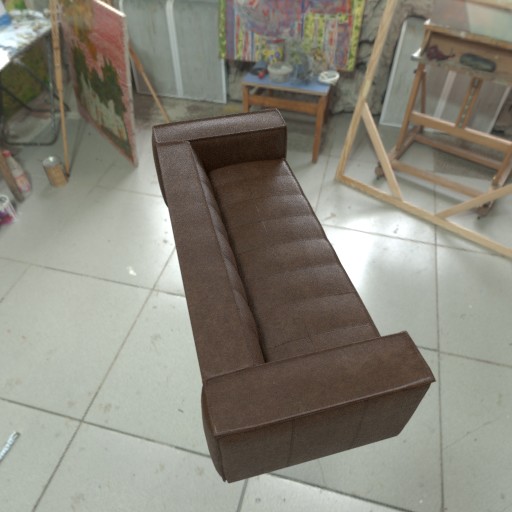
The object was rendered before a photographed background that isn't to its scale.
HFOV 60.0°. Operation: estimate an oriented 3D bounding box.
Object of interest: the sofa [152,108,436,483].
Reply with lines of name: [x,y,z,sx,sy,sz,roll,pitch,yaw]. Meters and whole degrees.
sofa: [0.000,0.000,3.004,1.102,0.701,2.581,-11,48,-10]
